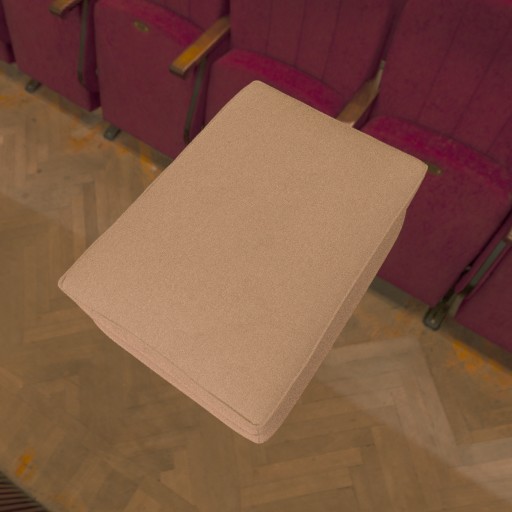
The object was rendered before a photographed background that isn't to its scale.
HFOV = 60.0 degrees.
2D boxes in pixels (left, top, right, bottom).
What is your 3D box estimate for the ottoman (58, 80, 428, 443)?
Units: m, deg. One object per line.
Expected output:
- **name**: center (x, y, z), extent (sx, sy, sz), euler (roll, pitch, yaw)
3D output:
- **ottoman**: center (0.000, 0.000, 1.023), extent (0.501, 0.456, 0.665), euler (31, 67, 15)
